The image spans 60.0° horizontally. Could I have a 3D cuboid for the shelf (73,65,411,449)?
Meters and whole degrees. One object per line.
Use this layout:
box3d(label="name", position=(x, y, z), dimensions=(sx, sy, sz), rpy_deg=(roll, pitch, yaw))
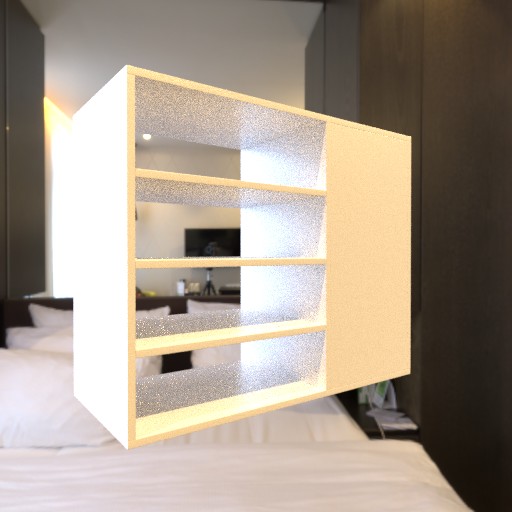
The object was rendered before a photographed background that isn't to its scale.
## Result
box3d(label="shelf", position=(0.000, 0.000, 1.265), dimensions=(0.895, 0.732, 0.396), rpy_deg=(0, 1, -36))
